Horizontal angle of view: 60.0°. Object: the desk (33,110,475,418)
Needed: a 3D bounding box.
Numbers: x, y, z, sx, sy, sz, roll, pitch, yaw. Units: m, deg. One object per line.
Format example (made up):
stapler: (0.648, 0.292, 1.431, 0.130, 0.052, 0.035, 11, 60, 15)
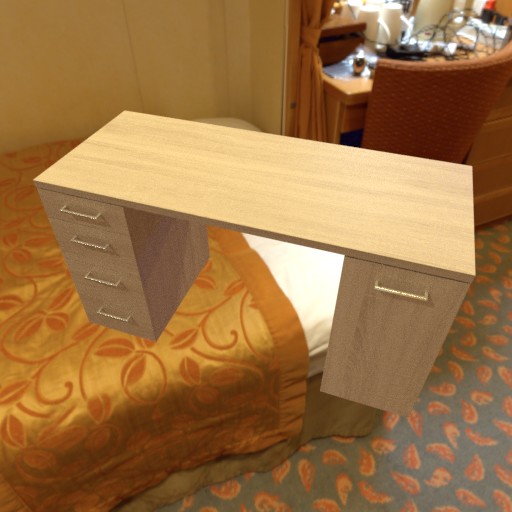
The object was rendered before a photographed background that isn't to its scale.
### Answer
desk: (0.000, 0.000, 1.747, 1.390, 0.740, 0.600, 13, 44, 14)
